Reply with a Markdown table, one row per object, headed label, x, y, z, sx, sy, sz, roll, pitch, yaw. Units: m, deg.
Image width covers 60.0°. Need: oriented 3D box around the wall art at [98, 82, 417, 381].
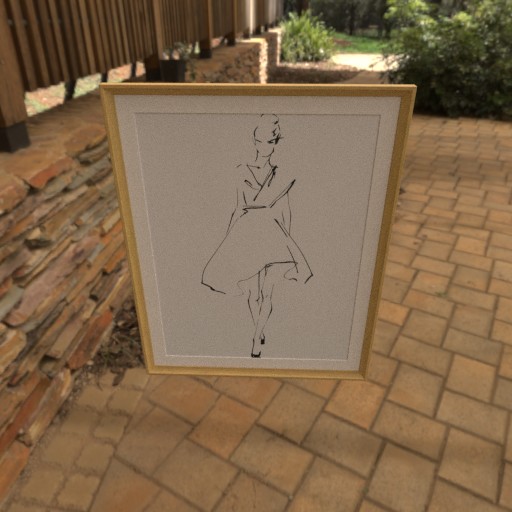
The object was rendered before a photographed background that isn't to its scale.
| label | x | y | z | sx | sy | sz | roll | pitch | yaw |
| --- | --- | --- | --- | --- | --- | --- | --- | --- | --- |
| wall art | 0.000 | 0.000 | 1.372 | 0.798 | 1.002 | 0.030 | 1 | 30 | 2 |
